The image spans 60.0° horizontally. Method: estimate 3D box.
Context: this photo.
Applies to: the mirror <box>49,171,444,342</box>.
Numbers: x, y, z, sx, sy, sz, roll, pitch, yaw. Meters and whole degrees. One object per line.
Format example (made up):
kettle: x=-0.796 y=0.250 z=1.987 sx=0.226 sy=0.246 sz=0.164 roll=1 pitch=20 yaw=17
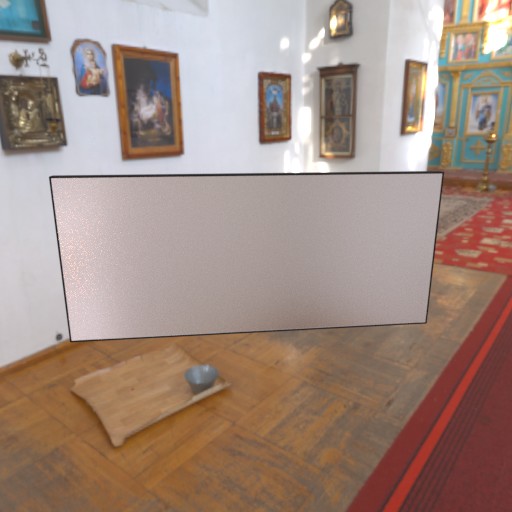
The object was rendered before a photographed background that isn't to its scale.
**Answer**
mirror: x=0.000 y=0.000 z=1.883 sx=1.584 sy=0.692 sz=0.047 roll=-2 pitch=16 yaw=-7
